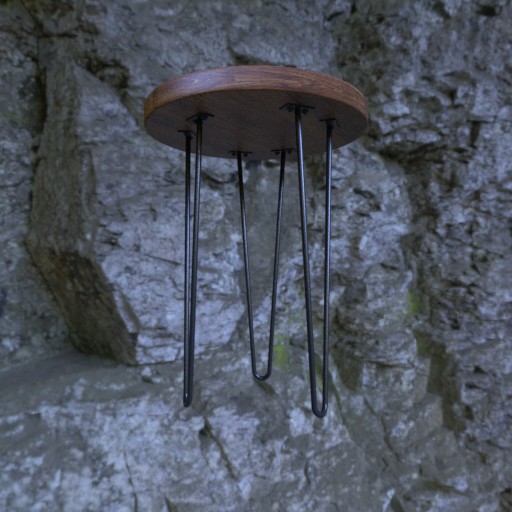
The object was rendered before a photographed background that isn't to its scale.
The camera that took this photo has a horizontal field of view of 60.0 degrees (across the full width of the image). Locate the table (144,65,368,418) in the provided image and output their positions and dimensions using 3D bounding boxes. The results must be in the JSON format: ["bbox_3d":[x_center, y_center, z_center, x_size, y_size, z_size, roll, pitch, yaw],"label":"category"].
[{"bbox_3d":[0.000,0.000,0.807,0.400,0.520,0.400,0,-2,0],"label":"table"}]
